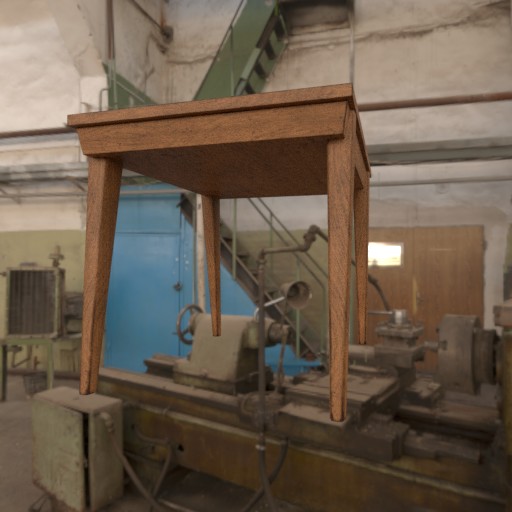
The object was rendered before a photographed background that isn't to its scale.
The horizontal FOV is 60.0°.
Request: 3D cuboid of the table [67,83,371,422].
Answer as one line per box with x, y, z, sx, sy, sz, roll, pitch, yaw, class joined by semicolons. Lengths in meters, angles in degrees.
0.000;0.000;1.579;0.757;0.760;1.027;0;0;17;table
